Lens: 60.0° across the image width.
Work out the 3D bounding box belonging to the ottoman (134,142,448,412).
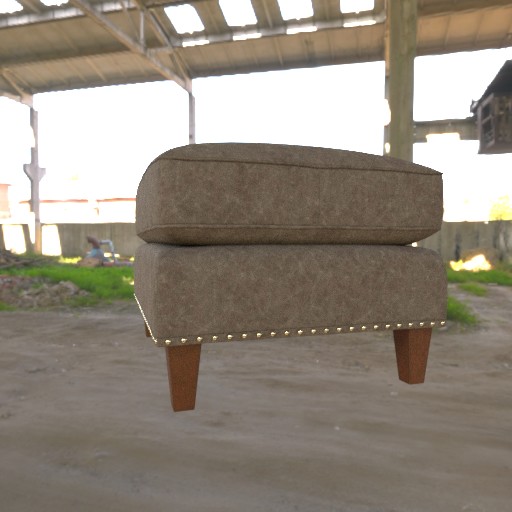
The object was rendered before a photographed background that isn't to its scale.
[{"bbox_3d":[0.000,0.000,1.149,0.584,0.513,0.741,-1,2,-18],"label":"ottoman"}]
